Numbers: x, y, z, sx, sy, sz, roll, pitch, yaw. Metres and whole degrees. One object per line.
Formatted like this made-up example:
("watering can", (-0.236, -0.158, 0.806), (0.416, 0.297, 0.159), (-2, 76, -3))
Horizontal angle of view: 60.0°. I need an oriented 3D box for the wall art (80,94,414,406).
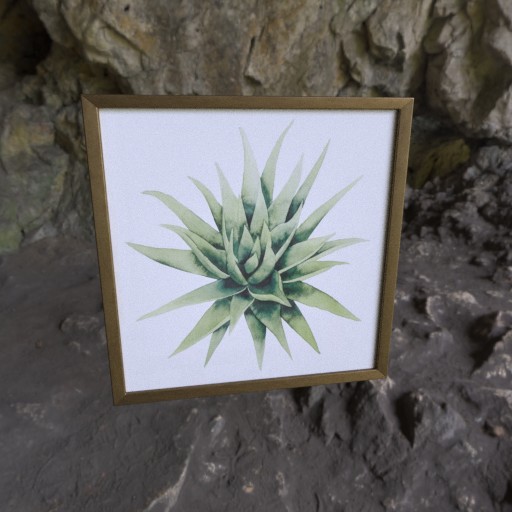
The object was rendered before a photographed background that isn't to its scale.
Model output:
("wall art", (0.000, 0.000, 0.746), (0.503, 0.506, 0.030), (-3, 17, -10))
